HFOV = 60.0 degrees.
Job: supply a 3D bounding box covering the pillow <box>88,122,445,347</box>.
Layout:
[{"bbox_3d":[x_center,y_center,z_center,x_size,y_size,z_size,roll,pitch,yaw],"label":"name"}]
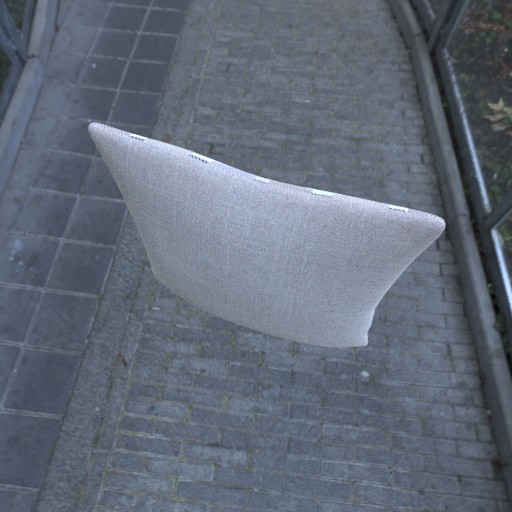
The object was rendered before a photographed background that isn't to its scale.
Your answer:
[{"bbox_3d":[0.000,0.000,0.890,0.578,0.558,0.192,18,64,9],"label":"pillow"}]
